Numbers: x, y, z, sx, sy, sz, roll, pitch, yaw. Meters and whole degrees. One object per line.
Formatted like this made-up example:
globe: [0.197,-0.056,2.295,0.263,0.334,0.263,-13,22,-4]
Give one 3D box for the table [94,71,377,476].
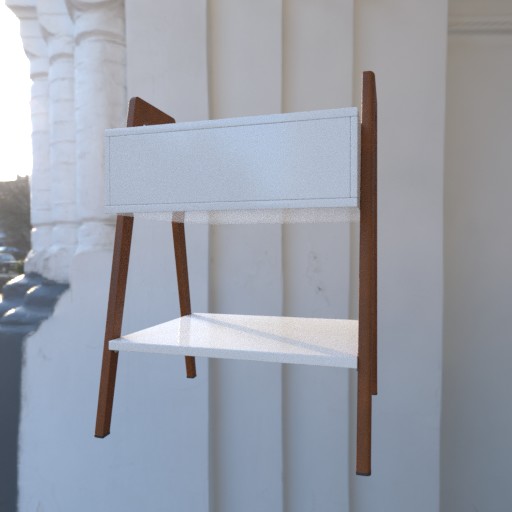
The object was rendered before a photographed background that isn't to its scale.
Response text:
table: [0.000,0.000,0.874,0.457,0.610,0.405,0,1,17]
